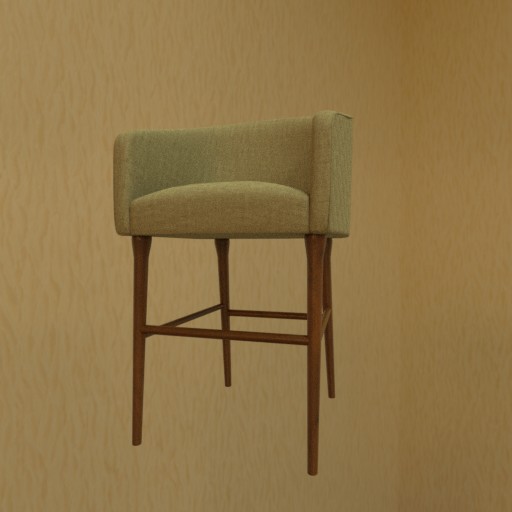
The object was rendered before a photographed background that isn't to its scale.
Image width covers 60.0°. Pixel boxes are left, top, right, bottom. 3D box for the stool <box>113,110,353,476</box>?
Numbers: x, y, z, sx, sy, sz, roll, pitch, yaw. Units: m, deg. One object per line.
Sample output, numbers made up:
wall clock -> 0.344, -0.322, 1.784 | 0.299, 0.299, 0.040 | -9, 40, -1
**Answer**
stool -> 0.000, 0.000, 1.309 | 0.559, 0.952, 0.635 | 0, 1, 19
